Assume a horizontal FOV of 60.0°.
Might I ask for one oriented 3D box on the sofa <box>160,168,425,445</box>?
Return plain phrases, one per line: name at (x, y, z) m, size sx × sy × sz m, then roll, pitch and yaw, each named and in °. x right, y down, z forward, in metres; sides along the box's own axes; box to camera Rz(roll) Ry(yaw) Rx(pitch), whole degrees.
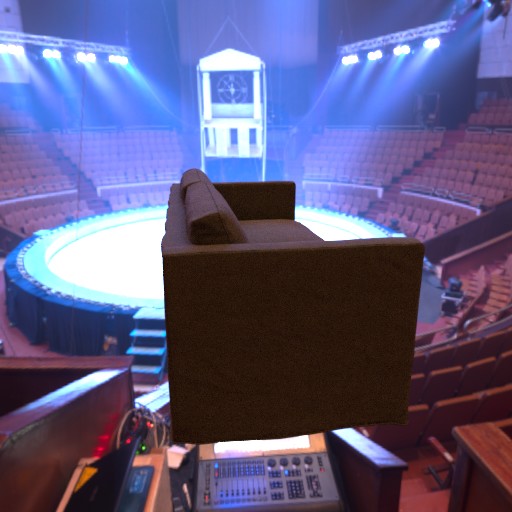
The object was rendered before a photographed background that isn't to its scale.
sofa at (0.000, 0.000, 2.475) m, size 0.953 × 0.855 × 1.982 m, roll -3°, pitch 16°, yaw -9°
